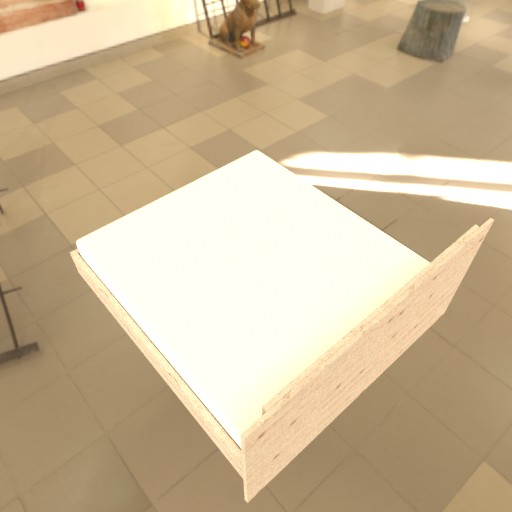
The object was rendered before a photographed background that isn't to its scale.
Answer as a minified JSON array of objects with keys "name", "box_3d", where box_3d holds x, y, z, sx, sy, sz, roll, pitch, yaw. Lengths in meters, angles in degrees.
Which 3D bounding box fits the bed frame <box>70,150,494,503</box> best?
[{"name":"bed frame","box_3d":[0.000,0.000,3.077,1.950,0.970,2.080,-33,55,-27]}]
